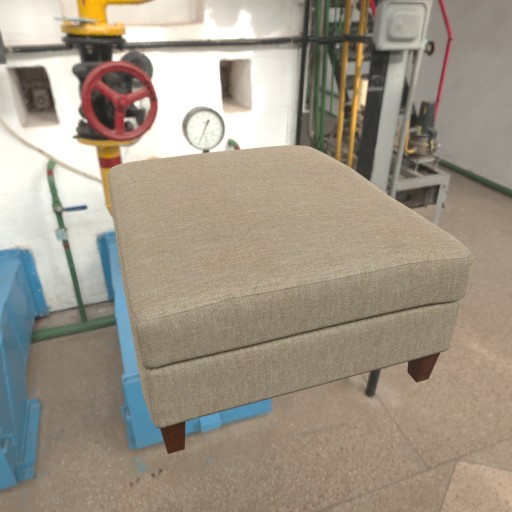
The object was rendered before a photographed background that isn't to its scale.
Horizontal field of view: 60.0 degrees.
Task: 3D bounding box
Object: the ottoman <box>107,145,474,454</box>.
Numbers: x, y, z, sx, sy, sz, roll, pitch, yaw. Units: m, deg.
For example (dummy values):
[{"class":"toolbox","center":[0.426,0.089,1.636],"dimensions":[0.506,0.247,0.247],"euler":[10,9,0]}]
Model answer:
[{"class":"ottoman","center":[0.000,0.000,1.440],"dimensions":[0.836,0.492,0.976],"euler":[-10,32,-16]}]
